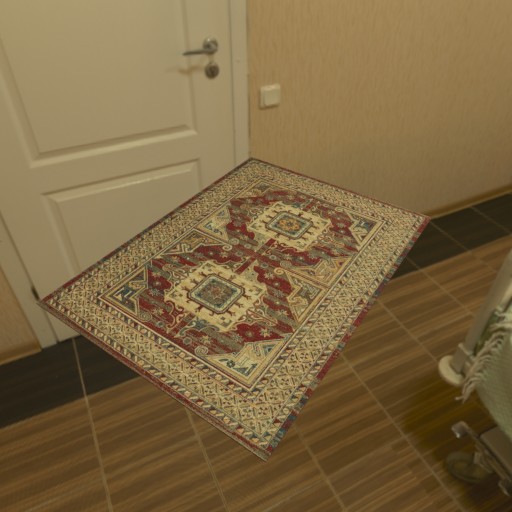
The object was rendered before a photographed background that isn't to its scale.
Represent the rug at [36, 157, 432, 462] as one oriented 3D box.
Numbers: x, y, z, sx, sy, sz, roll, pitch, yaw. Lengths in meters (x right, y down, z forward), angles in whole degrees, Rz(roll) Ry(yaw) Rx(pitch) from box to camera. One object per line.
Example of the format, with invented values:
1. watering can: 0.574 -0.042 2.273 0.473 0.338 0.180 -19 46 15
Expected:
1. rug: 0.000 0.000 4.293 2.381 0.013 3.197 24 46 26
